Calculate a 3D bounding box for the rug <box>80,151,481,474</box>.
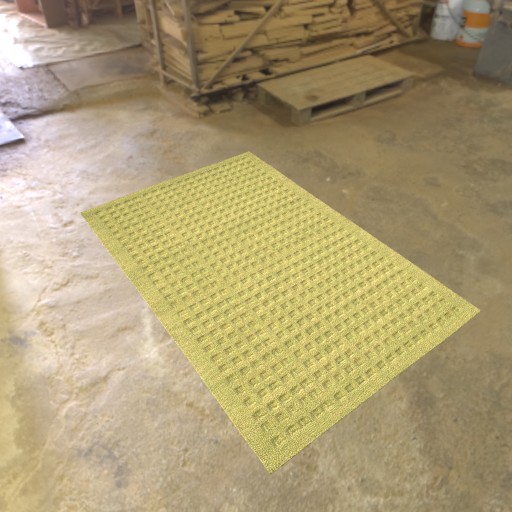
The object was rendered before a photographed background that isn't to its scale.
[{"bbox_3d":[0.000,0.000,2.894,1.529,0.007,2.297,-26,48,-26],"label":"rug"}]
